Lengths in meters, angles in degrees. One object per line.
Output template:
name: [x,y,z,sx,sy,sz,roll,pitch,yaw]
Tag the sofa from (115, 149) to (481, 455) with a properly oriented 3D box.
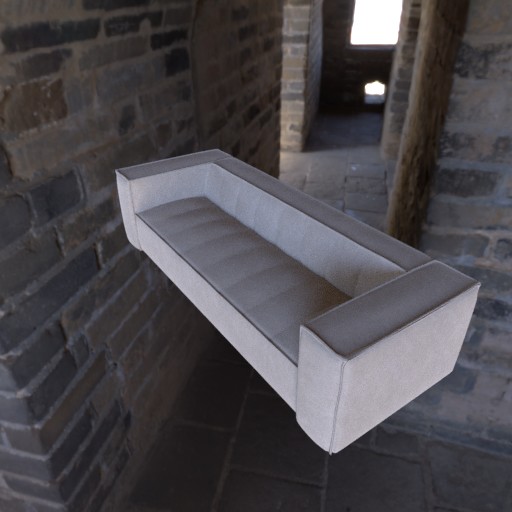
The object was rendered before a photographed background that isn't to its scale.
sofa: [0.000,0.000,3.112,1.038,0.680,2.697,-20,37,-29]
